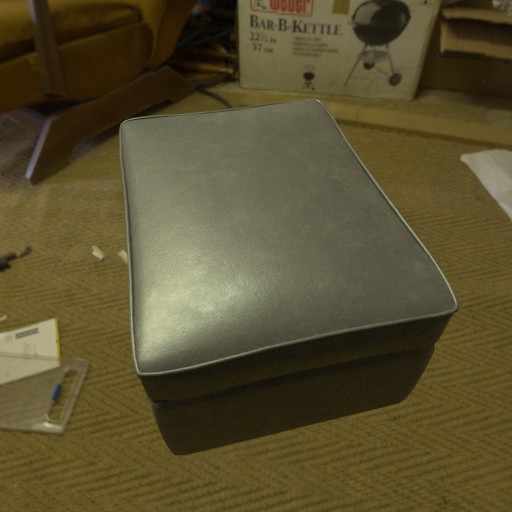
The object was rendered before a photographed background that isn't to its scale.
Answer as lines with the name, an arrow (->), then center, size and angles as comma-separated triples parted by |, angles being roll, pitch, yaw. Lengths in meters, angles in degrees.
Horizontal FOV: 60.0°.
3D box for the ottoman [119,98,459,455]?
ottoman -> 0.000, 0.000, 1.073 | 0.554, 0.445, 0.756 | -10, 48, -9
